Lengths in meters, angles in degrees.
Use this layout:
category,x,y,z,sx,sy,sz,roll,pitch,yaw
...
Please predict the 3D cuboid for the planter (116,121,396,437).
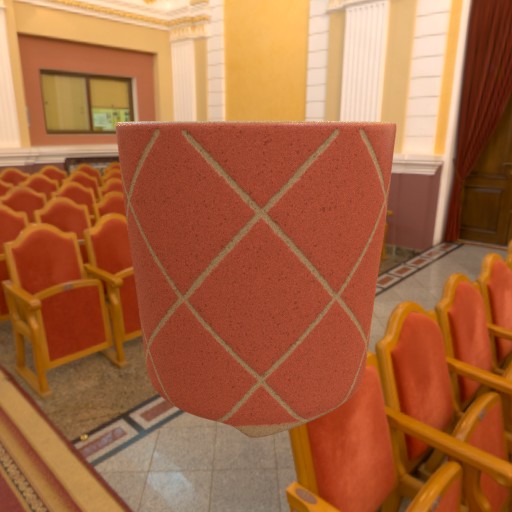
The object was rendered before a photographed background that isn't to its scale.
category,x,y,z,sx,sy,sz,roll,pitch,yaw
planter,0.000,0.000,0.407,0.227,0.235,0.227,0,16,0
